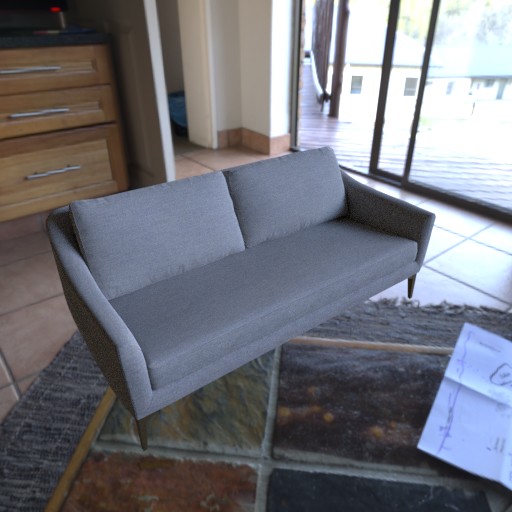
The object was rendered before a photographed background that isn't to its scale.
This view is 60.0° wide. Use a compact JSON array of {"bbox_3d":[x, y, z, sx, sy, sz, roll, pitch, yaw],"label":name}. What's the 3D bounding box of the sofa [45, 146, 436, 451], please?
[{"bbox_3d":[0.000,0.000,2.551,2.036,0.913,0.980,-21,35,-32],"label":"sofa"}]
